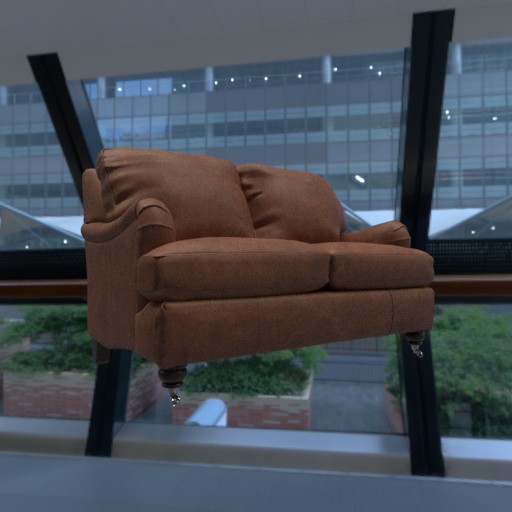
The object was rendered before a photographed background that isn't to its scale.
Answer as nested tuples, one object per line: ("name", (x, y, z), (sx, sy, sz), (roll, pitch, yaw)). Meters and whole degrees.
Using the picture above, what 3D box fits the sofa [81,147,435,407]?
("sofa", (0.000, 0.000, 2.212), (1.527, 1.004, 1.077), (1, -1, -36))
